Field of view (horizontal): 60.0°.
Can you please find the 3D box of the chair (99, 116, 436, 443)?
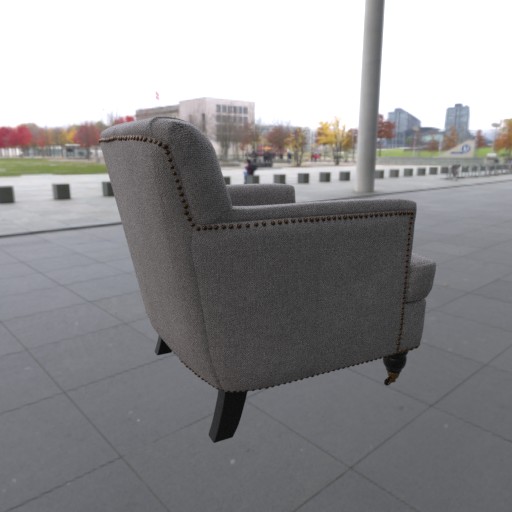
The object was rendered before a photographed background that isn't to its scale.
[{"bbox_3d":[0.000,0.000,1.464,0.902,0.823,0.737,-7,15,-26],"label":"chair"}]
